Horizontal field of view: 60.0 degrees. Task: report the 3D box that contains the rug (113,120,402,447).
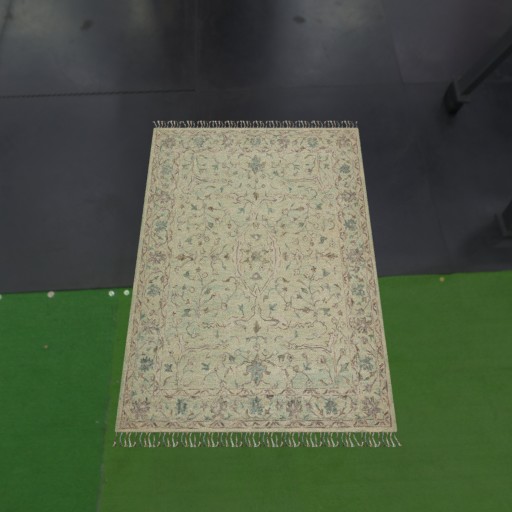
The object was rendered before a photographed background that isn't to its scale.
[{"bbox_3d":[0.000,0.000,2.274,1.247,0.008,1.802,0,64,0],"label":"rug"}]
